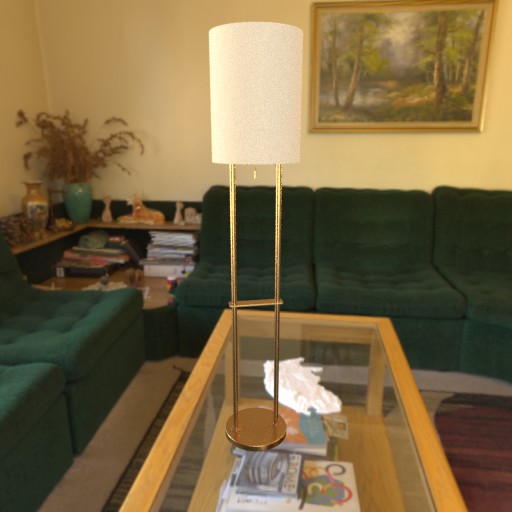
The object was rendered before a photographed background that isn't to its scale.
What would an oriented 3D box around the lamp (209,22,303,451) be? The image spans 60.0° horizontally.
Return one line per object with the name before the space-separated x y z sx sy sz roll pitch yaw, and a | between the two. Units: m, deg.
lamp | 0.000 0.000 1.637 0.306 1.500 0.305 -3 15 -10
